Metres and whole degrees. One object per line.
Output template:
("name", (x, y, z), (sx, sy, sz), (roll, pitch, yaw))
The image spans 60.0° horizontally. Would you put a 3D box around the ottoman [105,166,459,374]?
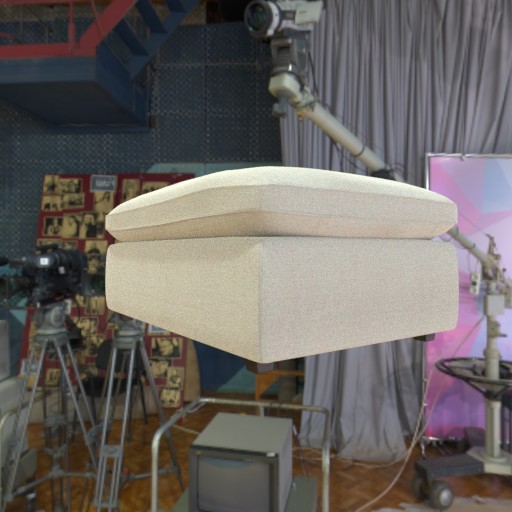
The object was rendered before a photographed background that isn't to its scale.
("ottoman", (0.000, 0.000, 1.377), (0.686, 0.453, 0.984), (0, 1, -35))
